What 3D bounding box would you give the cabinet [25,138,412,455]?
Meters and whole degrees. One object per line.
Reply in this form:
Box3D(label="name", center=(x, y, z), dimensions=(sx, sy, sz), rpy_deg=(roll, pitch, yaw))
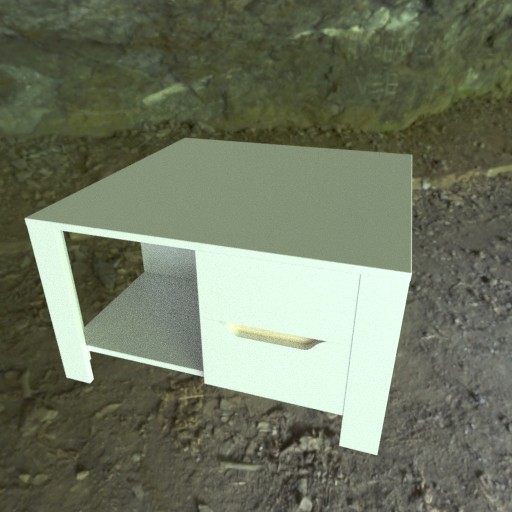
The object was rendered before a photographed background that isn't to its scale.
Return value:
Box3D(label="cabinet", center=(0.000, 0.000, 1.297), dimensions=(0.800, 0.460, 0.800), rpy_deg=(8, 29, 15))
